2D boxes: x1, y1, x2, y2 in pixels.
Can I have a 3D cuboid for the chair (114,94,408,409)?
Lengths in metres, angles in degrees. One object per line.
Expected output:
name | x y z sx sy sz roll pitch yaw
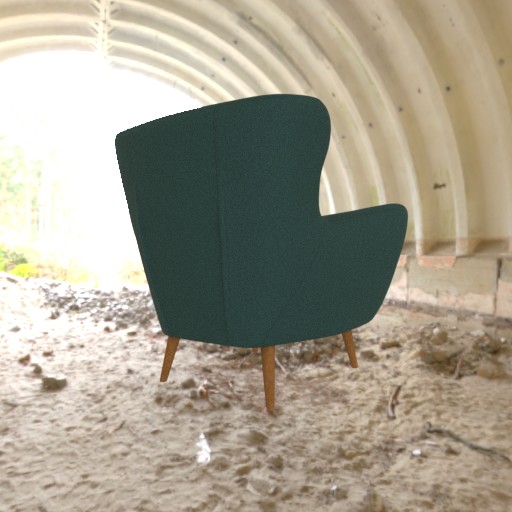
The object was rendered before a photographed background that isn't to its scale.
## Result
chair | 0.000 0.000 1.638 0.890 0.889 0.889 0 0 36
